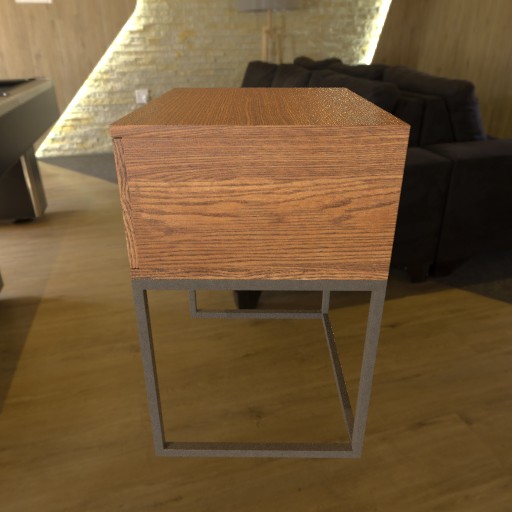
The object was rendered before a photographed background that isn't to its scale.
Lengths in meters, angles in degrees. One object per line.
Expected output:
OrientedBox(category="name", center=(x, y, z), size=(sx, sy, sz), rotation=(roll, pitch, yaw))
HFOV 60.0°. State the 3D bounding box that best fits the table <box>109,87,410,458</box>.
OrientedBox(category="table", center=(0.000, 0.000, 0.918), size=(0.400, 0.610, 0.482), rotation=(0, 26, 1))
